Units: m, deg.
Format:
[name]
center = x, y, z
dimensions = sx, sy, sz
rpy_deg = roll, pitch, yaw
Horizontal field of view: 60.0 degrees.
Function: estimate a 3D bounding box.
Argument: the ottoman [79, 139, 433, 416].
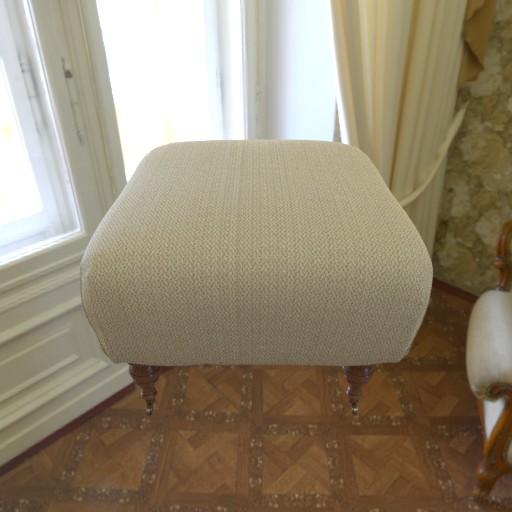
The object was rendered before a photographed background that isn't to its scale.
[ottoman]
center = 0.000, 0.000, 1.068
dimensions = 0.622, 0.447, 0.684
rpy_deg = 0, 31, 0
